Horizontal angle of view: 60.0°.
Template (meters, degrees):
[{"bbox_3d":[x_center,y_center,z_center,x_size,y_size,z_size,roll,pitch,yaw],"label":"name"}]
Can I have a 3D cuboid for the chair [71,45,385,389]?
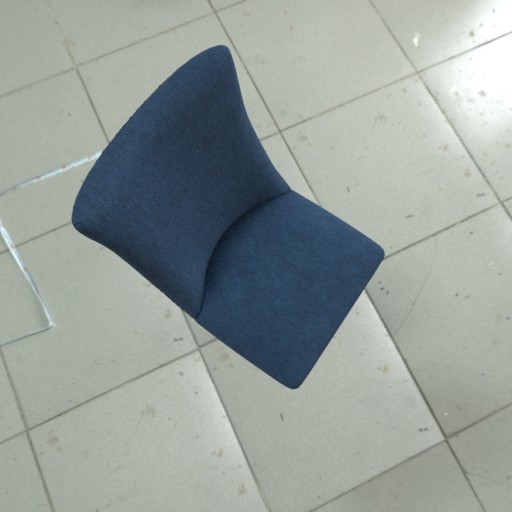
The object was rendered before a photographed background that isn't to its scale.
[{"bbox_3d":[0.000,0.000,1.248,0.610,0.902,0.495,34,78,8],"label":"chair"}]
